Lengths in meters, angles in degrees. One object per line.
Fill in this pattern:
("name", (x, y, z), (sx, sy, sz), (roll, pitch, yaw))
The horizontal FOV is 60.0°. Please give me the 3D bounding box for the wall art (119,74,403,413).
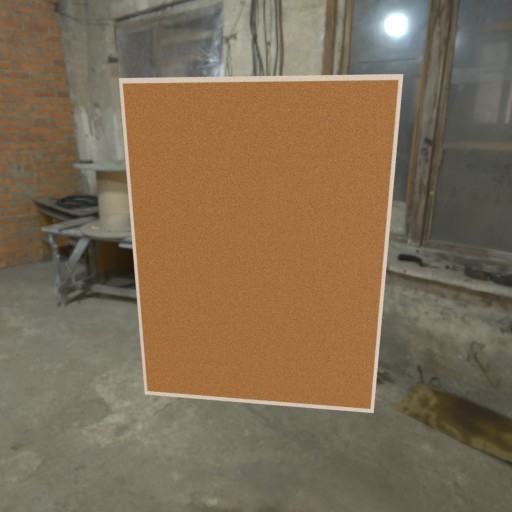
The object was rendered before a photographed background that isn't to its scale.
("wall art", (0.000, 0.000, 1.395), (0.795, 1.050, 0.039), (2, 17, 7))
